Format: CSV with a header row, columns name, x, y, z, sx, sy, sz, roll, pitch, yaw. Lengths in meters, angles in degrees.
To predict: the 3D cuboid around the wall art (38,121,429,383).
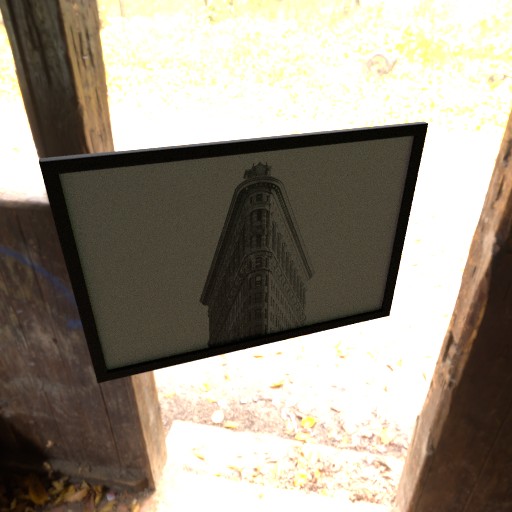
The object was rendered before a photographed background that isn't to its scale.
name,x,y,z,sx,sy,sz,roll,pitch,yaw
wall art,0.000,0.000,1.229,0.958,0.656,0.026,-10,33,-15
